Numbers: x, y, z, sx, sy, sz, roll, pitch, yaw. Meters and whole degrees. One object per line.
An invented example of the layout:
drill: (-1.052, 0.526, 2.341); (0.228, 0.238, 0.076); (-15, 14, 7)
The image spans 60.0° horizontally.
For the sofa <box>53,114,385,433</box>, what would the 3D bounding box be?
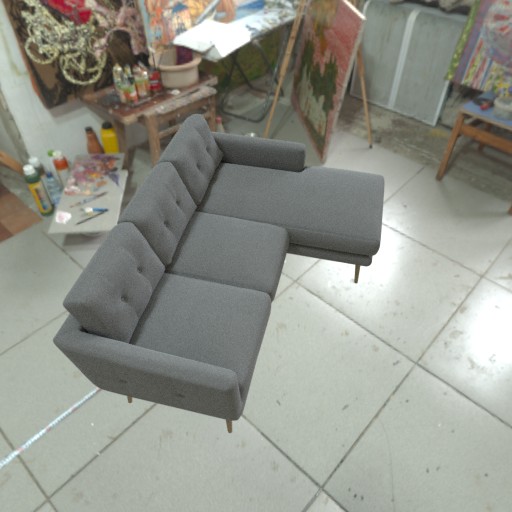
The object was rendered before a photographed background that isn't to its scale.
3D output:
sofa: (0.000, 0.000, 2.793); (1.530, 0.860, 2.040); (10, 47, 9)
